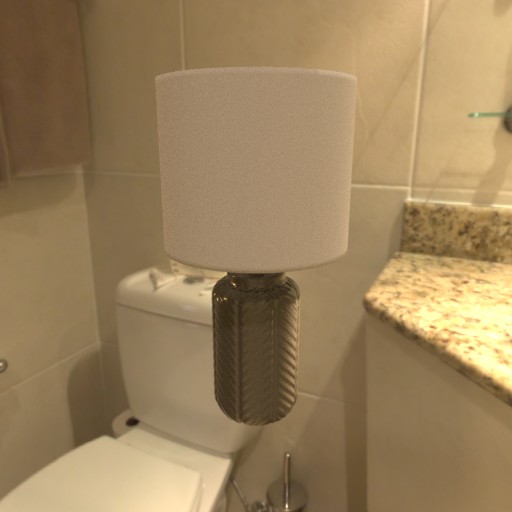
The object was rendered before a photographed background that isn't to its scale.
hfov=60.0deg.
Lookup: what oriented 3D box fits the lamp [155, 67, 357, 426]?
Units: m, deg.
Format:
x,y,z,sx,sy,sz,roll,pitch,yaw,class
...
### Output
x,y,z,sx,sy,sz,roll,pitch,yaw,class
0.000,0.000,0.506,0.203,0.389,0.203,-3,16,-11,lamp
